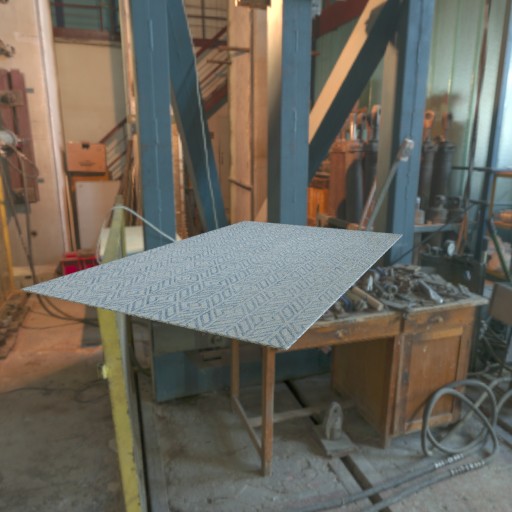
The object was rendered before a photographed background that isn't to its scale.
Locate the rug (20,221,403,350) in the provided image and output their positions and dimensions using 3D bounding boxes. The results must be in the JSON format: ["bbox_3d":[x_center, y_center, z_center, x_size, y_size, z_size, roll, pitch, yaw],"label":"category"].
[{"bbox_3d":[0.000,0.000,3.041,1.526,0.008,2.441,7,16,27],"label":"rug"}]
